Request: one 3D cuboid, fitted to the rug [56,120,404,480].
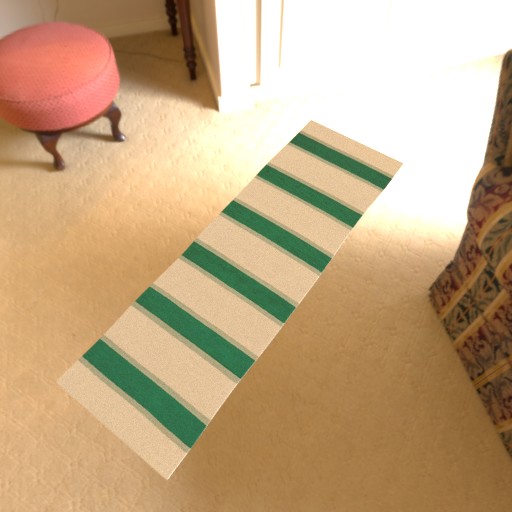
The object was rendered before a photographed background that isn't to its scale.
[{"bbox_3d":[0.000,0.000,2.670,0.768,0.012,2.438,32,63,18],"label":"rug"}]
